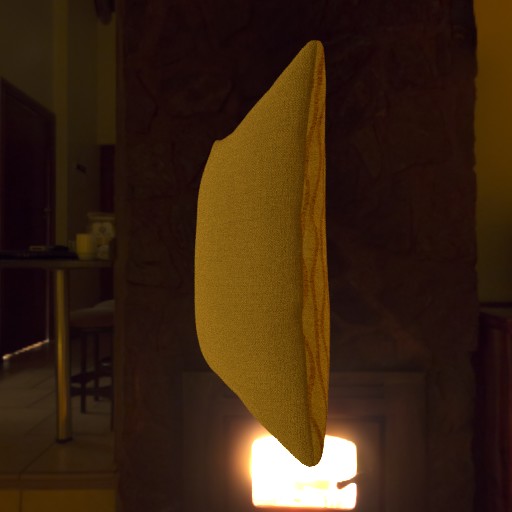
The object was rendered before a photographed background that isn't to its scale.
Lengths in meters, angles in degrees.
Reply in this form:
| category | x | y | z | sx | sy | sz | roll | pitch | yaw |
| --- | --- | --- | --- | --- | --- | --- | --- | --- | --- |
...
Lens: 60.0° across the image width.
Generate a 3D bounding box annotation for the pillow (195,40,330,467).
| category | x | y | z | sx | sy | sz | roll | pitch | yaw |
| --- | --- | --- | --- | --- | --- | --- | --- | --- | --- |
| pillow | 0.000 | 0.000 | 0.645 | 0.159 | 0.436 | 0.429 | 0 | -1 | -19 |
